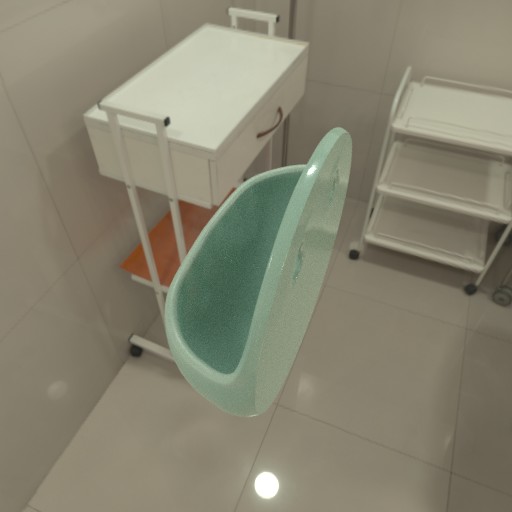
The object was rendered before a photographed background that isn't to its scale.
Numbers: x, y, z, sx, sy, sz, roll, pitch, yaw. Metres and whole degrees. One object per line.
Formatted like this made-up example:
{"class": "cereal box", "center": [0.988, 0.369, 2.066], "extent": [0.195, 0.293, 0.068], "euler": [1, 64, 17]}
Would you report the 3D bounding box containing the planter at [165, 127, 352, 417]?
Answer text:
{"class": "planter", "center": [0.000, 0.000, 0.278], "extent": [0.073, 0.164, 0.189], "euler": [17, 49, 15]}
